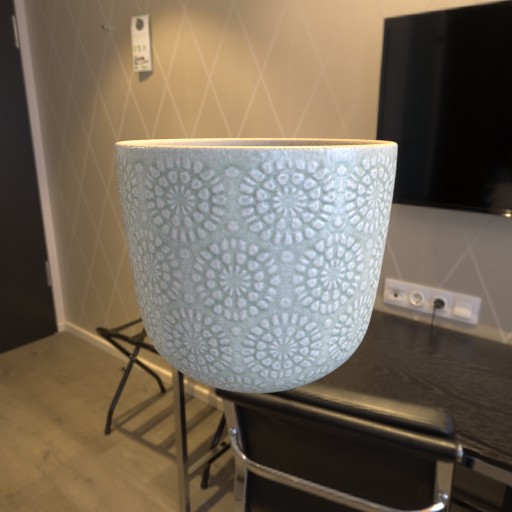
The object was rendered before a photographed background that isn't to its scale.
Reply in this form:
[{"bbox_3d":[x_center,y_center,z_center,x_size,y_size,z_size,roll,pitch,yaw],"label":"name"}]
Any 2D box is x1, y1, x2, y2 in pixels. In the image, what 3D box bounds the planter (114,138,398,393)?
[{"bbox_3d":[0.000,0.000,0.217,0.124,0.109,0.124,0,16,0],"label":"planter"}]
